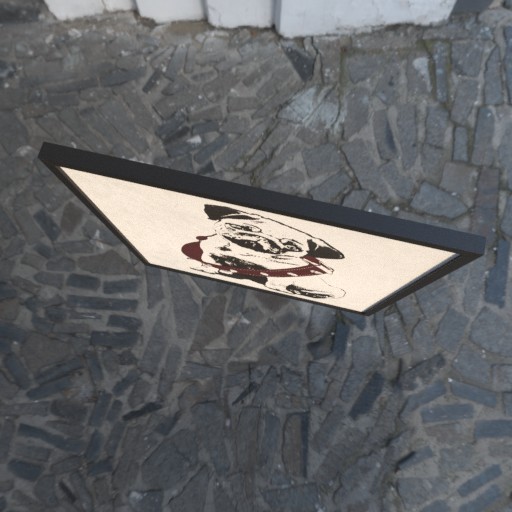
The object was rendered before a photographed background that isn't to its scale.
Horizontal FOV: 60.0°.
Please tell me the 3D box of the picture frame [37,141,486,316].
[{"bbox_3d":[0.000,0.000,1.126,0.775,0.775,0.032,13,75,3],"label":"picture frame"}]
